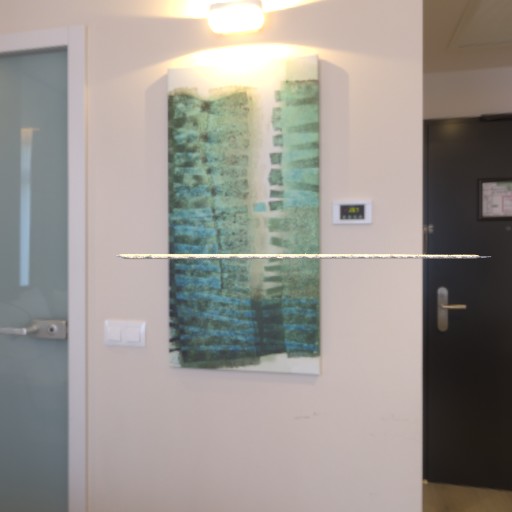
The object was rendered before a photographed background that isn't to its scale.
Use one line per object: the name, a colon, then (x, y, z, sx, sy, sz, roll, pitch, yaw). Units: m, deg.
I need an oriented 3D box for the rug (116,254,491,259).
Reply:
rug: (0.000, 0.000, 4.850, 2.892, 0.036, 3.585, 0, 0, -18)
